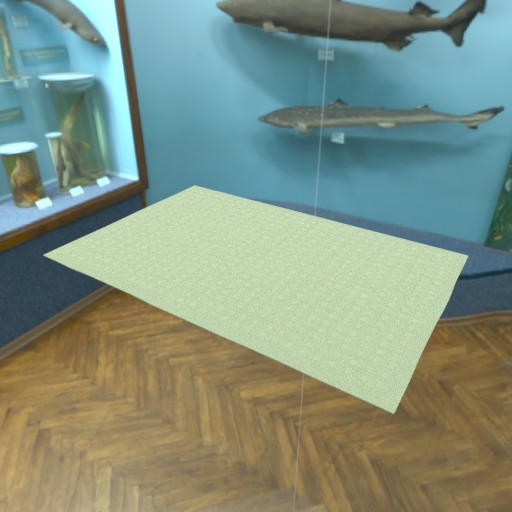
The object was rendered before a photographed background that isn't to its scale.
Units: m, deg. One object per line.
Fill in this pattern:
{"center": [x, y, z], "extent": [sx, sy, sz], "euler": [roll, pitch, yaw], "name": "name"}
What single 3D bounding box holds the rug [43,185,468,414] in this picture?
{"center": [0.000, 0.000, 2.166], "extent": [1.747, 0.006, 1.143], "euler": [18, 34, 28], "name": "rug"}
